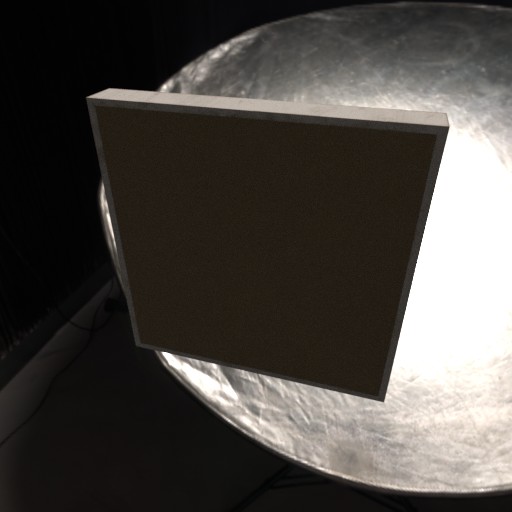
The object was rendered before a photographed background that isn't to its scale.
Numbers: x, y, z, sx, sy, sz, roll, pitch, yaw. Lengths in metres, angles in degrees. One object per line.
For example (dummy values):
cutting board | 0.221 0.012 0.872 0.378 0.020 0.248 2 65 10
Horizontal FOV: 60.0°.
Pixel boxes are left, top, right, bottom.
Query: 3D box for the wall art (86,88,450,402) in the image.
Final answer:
wall art | 0.000 0.000 0.456 0.305 0.303 0.038 9 34 14
